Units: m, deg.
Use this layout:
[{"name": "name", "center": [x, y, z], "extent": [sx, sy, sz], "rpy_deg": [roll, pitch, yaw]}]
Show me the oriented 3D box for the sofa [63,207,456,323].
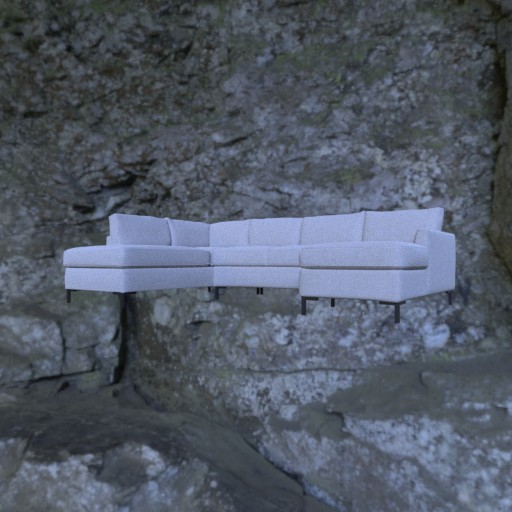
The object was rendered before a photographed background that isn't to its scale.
[{"name": "sofa", "center": [0.000, 0.000, 3.978], "extent": [2.984, 0.862, 1.989], "rpy_deg": [0, -1, 36]}]
